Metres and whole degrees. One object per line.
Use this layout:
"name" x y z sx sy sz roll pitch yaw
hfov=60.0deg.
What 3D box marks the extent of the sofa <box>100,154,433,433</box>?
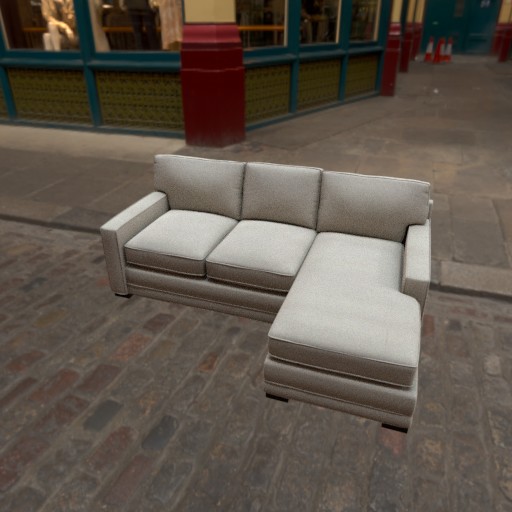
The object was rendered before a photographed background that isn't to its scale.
"sofa" 0.000 0.000 2.848 2.087 0.861 1.496 9 30 17
